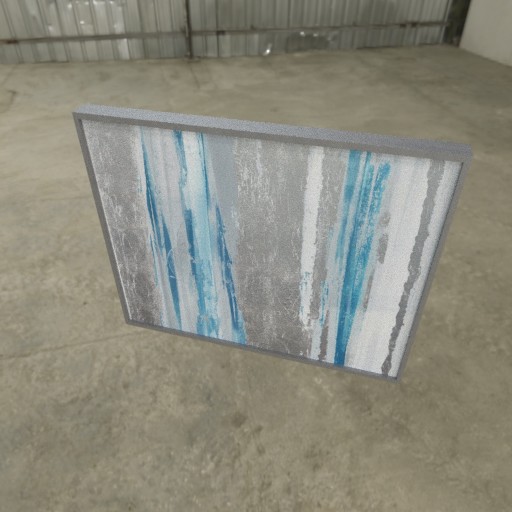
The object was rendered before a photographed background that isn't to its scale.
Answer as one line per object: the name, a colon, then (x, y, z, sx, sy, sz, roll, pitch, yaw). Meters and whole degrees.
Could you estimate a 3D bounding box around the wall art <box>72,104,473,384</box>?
wall art: (0.000, 0.000, 0.749, 0.557, 0.450, 0.037, 10, 39, 12)
